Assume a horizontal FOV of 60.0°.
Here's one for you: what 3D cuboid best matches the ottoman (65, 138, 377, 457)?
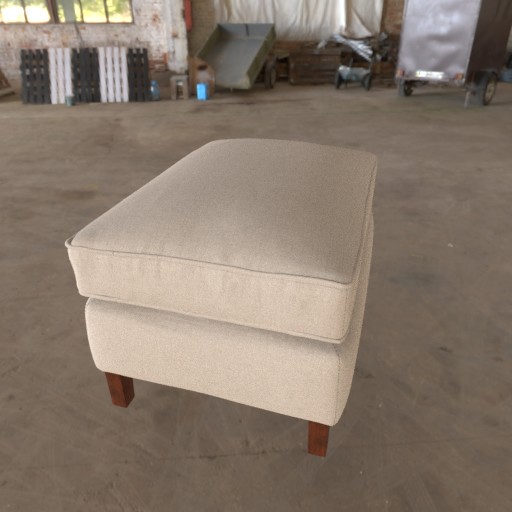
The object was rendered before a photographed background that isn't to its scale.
[{"bbox_3d":[0.000,0.000,0.999,0.501,0.456,0.665,8,30,14],"label":"ottoman"}]
